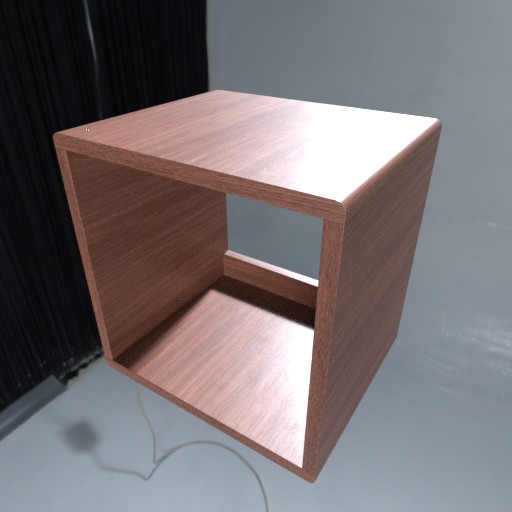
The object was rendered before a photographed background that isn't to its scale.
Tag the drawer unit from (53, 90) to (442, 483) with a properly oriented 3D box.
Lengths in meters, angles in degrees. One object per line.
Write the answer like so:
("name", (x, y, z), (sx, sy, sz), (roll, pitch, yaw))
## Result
("drawer unit", (0.000, 0.000, 0.601), (0.349, 0.351, 0.290), (19, 36, 28))
